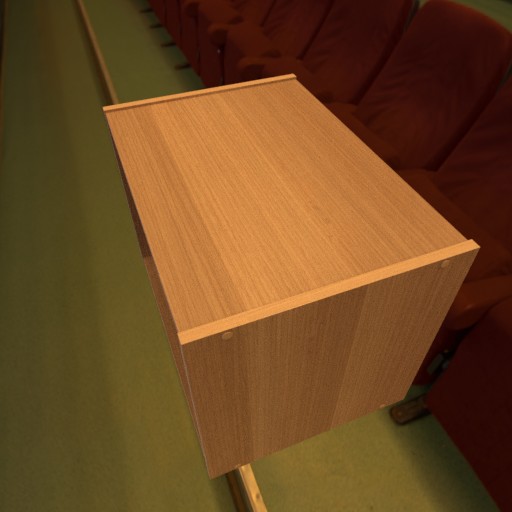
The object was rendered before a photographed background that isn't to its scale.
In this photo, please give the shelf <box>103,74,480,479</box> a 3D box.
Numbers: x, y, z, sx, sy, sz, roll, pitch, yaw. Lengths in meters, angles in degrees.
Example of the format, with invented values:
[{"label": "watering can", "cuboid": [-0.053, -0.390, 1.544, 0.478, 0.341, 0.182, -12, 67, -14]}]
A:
[{"label": "shelf", "cuboid": [0.000, 0.000, 0.623, 0.290, 0.305, 0.415, -16, 48, -15]}]
